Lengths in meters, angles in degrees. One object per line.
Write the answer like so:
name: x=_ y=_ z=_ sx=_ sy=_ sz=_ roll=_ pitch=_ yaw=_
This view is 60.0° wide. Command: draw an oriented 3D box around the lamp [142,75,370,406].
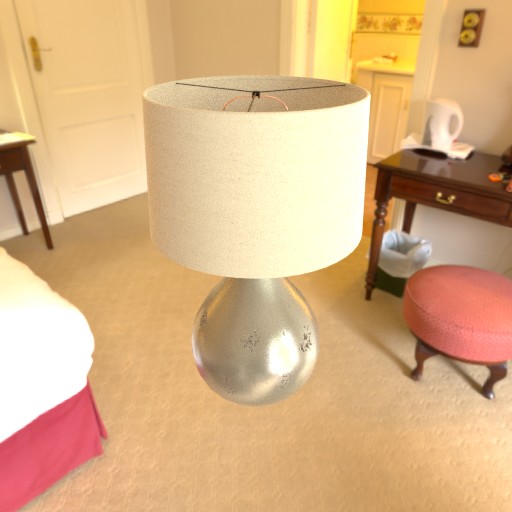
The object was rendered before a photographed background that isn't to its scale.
lamp: x=0.000 y=0.000 z=0.735 sx=0.330 sy=0.521 sz=0.330 roll=0 pitch=29 yaw=0
